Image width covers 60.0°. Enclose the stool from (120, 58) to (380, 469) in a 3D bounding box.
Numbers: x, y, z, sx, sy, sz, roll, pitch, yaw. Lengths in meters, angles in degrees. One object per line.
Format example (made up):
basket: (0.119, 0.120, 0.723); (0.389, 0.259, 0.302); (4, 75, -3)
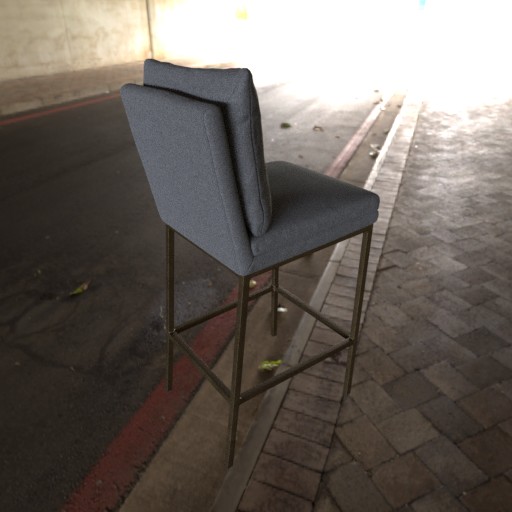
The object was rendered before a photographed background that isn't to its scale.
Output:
stool: (0.000, 0.000, 1.377); (0.569, 1.130, 0.463); (-20, 34, -32)
